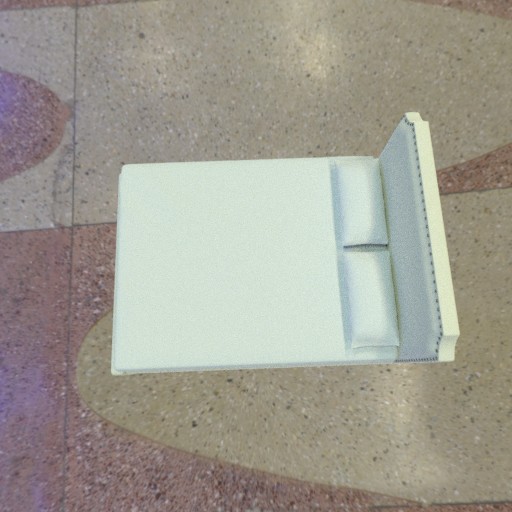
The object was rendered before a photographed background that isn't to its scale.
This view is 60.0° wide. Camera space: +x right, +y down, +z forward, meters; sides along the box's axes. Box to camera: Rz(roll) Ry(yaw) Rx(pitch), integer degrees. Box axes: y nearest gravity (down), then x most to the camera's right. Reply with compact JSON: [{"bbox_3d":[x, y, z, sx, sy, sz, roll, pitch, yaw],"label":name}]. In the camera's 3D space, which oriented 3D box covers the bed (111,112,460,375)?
[{"bbox_3d":[0.000,0.000,3.420,2.329,1.415,1.703,-2,76,-1],"label":"bed"}]
